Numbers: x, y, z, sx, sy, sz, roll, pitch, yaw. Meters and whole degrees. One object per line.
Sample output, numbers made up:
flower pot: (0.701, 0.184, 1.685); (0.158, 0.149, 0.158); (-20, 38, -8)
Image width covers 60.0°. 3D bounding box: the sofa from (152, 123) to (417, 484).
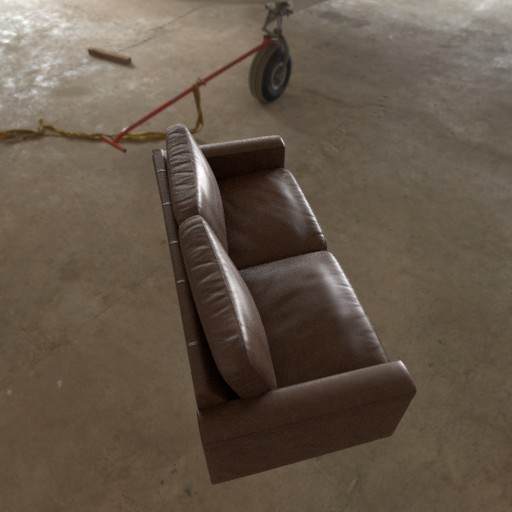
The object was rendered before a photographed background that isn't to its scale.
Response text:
sofa: (0.000, 0.000, 2.694); (1.016, 0.873, 2.179); (-11, 48, -10)
